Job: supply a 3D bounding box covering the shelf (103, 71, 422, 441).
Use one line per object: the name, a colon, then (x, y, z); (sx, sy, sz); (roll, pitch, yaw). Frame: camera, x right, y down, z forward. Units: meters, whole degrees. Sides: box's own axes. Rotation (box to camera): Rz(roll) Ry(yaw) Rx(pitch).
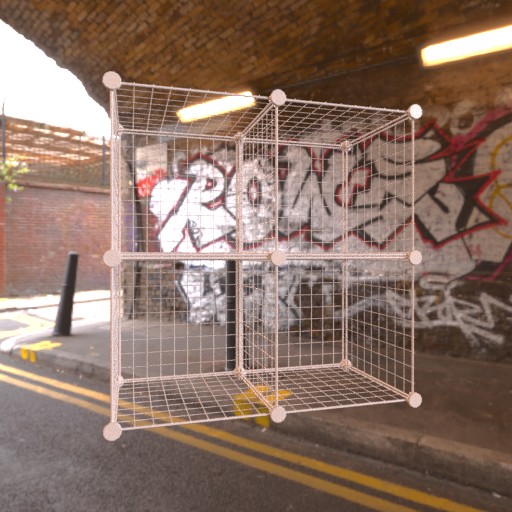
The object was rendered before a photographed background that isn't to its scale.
shelf: (0.000, 0.000, 1.117); (0.711, 0.711, 0.356); (0, 0, -16)
